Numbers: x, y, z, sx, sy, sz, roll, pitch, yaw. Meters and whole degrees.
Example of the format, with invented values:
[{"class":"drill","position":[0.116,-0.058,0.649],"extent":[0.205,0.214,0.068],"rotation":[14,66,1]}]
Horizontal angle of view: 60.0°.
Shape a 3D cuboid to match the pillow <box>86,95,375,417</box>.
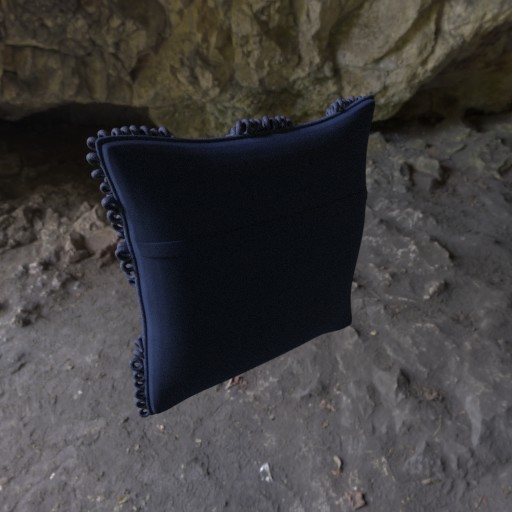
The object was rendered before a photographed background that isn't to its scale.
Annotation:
[{"class":"pillow","position":[0.000,0.000,0.726],"extent":[0.469,0.466,0.172],"rotation":[-18,34,-29]}]
